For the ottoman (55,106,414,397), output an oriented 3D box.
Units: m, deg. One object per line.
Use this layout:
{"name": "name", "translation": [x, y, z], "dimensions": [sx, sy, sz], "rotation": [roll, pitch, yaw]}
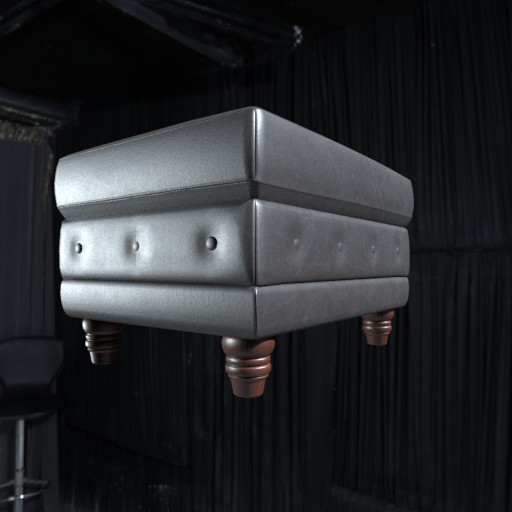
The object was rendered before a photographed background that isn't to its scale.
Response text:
{"name": "ottoman", "translation": [0.000, 0.000, 1.157], "dimensions": [0.590, 0.498, 0.795], "rotation": [-1, -1, 36]}
